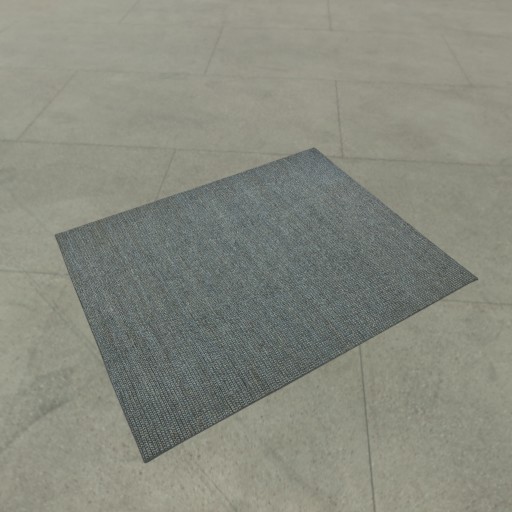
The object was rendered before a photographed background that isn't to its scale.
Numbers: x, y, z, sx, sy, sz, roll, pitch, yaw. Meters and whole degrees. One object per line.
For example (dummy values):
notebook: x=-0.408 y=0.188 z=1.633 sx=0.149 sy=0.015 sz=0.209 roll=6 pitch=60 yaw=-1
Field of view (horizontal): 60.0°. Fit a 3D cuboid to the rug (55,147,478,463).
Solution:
rug: x=0.000 y=0.000 z=4.055 sx=3.068 sy=0.021 sz=2.456 roll=-23 pitch=50 yaw=-21
